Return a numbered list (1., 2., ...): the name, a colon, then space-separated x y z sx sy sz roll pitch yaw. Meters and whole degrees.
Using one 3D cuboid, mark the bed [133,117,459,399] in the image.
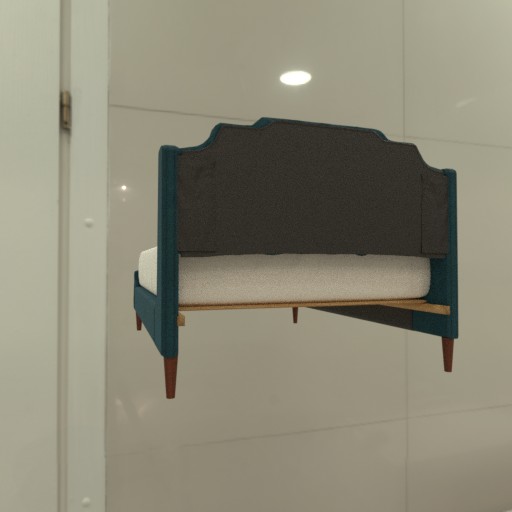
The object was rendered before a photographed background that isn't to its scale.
1. bed: 0.000 0.000 3.360 1.676 1.351 2.322 0 -1 -18
